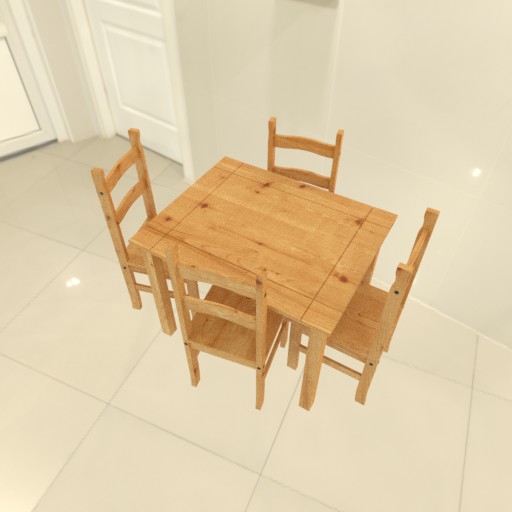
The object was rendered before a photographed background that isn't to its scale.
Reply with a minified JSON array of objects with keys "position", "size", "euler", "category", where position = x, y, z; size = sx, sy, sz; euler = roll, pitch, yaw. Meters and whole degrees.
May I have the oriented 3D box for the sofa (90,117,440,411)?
[{"position":[0.000,0.000,2.298],"size":[1.529,1.000,1.144],"euler":[23,50,21],"category":"sofa"}]
